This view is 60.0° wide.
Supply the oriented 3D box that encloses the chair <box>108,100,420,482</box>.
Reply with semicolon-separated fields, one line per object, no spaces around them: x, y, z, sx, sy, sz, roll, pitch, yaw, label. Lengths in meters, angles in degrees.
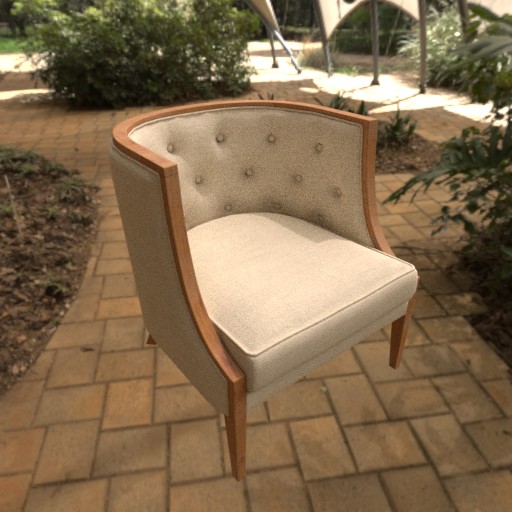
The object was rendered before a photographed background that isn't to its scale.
0.000;0.000;1.361;0.711;0.775;0.757;-21;37;-32;chair
